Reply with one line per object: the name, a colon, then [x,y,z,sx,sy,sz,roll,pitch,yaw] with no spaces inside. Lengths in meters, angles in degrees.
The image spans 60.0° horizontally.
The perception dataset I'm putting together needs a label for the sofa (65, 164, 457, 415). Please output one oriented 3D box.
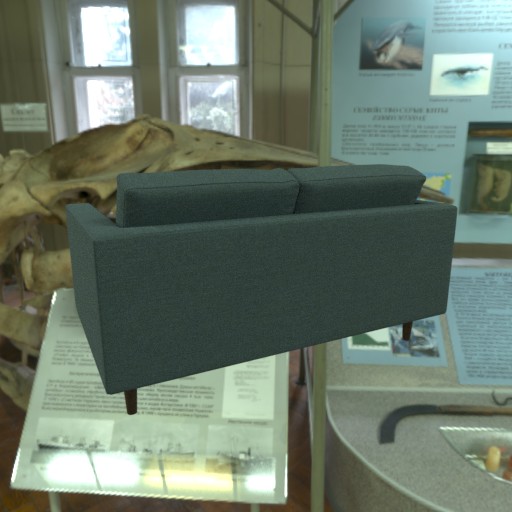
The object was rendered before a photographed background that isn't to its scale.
sofa: [0.000,0.000,2.230,1.659,0.907,0.999,-7,16,-27]
